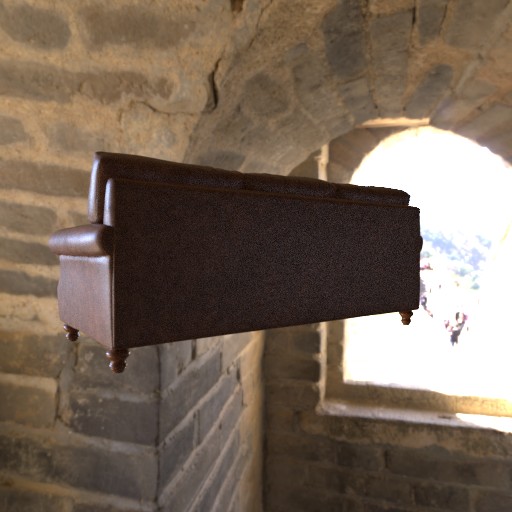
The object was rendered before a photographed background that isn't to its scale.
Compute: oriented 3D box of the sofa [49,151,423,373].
[{"bbox_3d":[0.000,0.000,2.850,2.351,0.977,0.973,-1,1,-36],"label":"sofa"}]
